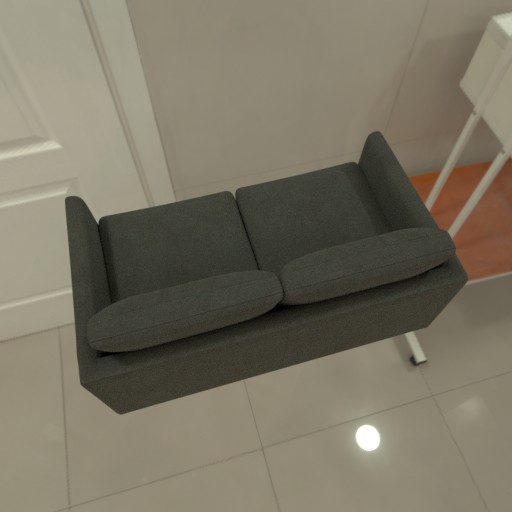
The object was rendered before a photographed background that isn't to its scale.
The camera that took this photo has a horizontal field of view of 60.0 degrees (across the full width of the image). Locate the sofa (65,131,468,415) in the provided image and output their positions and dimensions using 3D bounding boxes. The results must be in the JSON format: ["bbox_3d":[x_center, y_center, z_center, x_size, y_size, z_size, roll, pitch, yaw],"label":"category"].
[{"bbox_3d":[0.000,0.000,2.492,1.909,0.845,1.091,-14,60,-8],"label":"sofa"}]
